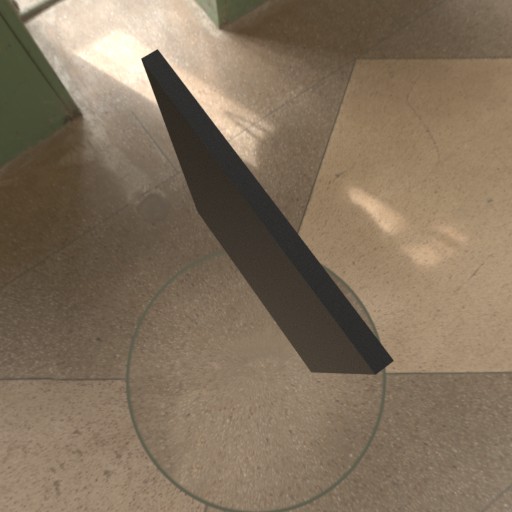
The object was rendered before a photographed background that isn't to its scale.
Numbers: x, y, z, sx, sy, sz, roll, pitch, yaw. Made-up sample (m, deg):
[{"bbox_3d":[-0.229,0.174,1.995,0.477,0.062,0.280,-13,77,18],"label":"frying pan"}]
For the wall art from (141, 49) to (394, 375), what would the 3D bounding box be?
[{"bbox_3d":[0.000,0.000,0.710,0.023,0.505,0.428,-34,78,-8],"label":"wall art"}]
